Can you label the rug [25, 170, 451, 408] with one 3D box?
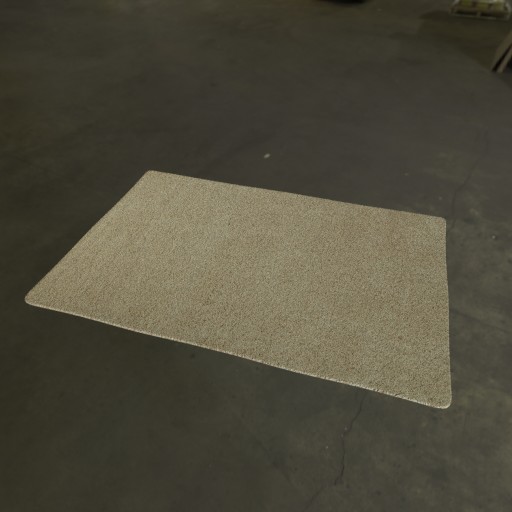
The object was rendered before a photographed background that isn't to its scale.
[{"bbox_3d":[0.000,0.000,3.283,2.700,0.024,1.801,11,42,13],"label":"rug"}]
